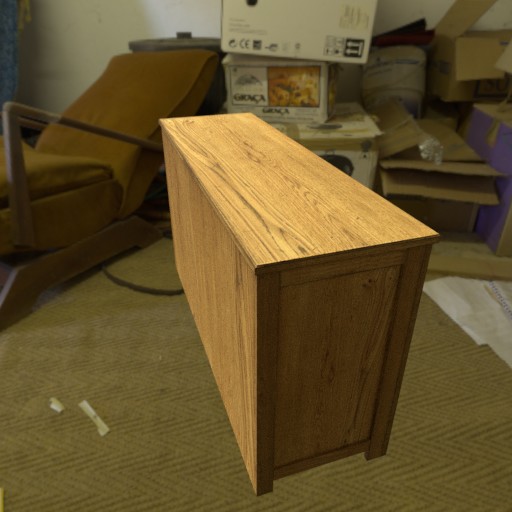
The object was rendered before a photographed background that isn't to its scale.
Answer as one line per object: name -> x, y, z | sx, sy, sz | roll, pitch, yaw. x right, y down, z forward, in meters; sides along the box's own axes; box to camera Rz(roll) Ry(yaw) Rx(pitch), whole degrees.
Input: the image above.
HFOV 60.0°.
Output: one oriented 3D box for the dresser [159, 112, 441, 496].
dresser -> 0.000, 0.000, 2.039 | 0.563, 0.932, 1.657 | -9, 31, -16
